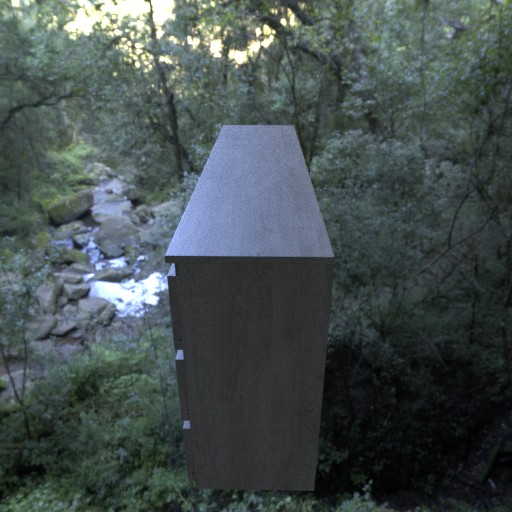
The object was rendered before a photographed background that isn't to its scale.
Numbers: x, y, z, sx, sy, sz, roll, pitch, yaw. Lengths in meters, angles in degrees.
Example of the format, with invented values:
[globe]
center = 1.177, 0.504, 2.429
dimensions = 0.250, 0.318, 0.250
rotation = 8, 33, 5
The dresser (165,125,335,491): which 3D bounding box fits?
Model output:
[dresser]
center = 0.000, 0.000, 1.879
dimensions = 0.390, 0.795, 1.590
rotation = 0, 27, 1
